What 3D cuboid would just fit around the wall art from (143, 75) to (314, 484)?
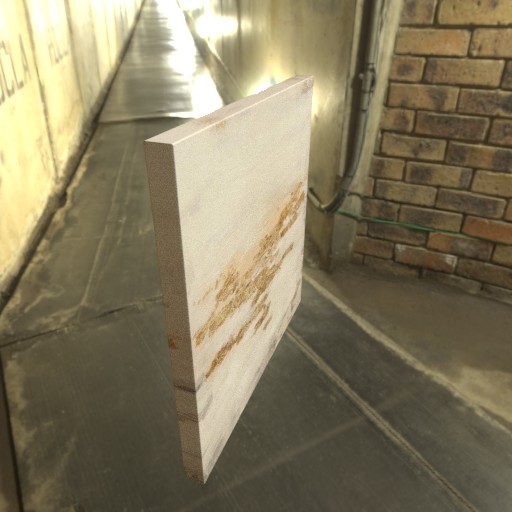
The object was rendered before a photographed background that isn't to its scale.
[{"bbox_3d":[0.000,0.000,0.898,0.040,0.613,0.611,11,31,19],"label":"wall art"}]
